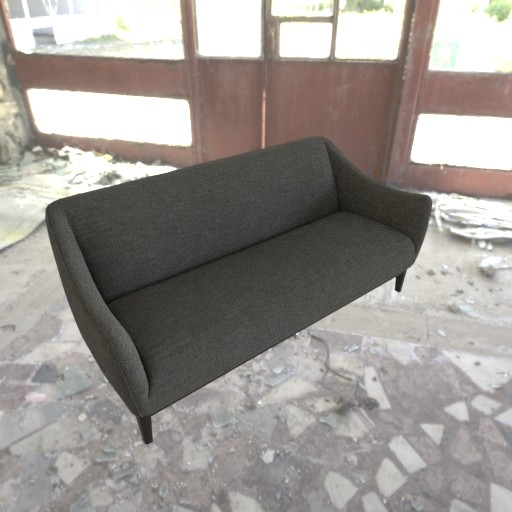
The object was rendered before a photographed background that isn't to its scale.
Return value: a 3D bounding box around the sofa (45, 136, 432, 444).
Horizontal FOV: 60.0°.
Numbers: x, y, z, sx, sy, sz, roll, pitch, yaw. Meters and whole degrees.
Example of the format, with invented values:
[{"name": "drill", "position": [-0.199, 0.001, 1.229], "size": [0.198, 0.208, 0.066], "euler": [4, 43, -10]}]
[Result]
[{"name": "sofa", "position": [0.000, 0.000, 2.353], "size": [1.928, 0.829, 0.867], "euler": [-22, 37, -33]}]
